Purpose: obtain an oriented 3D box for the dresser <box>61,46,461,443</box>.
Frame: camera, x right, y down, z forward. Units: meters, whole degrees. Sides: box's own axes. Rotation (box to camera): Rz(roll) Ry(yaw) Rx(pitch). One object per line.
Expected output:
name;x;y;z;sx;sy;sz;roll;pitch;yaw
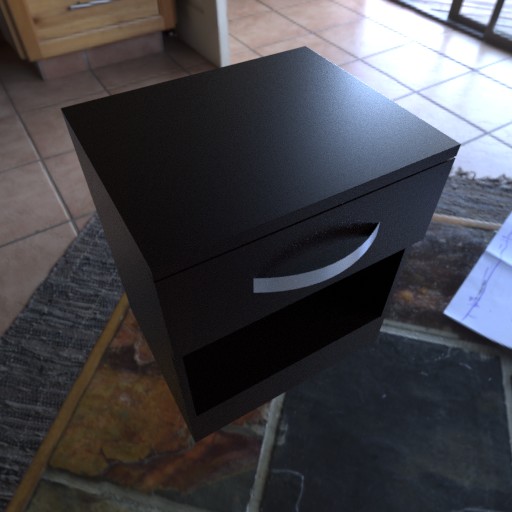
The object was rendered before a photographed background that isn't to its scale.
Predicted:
dresser;0.000;0.000;0.733;0.400;0.470;0.360;-23;52;-20
